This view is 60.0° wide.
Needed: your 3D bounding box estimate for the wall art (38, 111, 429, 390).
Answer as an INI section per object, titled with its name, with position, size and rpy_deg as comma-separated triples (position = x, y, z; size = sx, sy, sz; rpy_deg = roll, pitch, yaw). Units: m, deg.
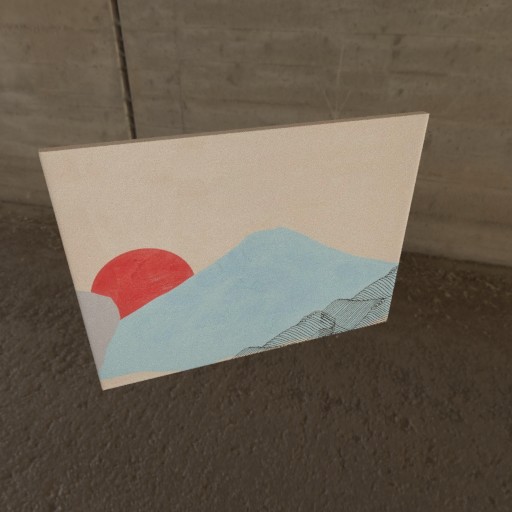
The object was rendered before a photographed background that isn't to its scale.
[wall art]
position = 0.000, 0.000, 1.587
size = 1.219, 0.912, 0.042
rpy_deg = -10, 34, -16
